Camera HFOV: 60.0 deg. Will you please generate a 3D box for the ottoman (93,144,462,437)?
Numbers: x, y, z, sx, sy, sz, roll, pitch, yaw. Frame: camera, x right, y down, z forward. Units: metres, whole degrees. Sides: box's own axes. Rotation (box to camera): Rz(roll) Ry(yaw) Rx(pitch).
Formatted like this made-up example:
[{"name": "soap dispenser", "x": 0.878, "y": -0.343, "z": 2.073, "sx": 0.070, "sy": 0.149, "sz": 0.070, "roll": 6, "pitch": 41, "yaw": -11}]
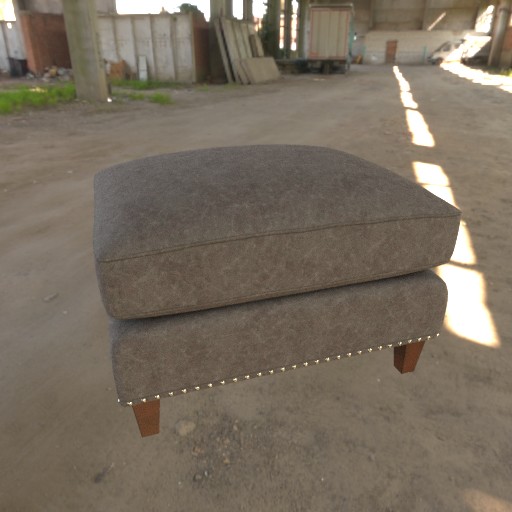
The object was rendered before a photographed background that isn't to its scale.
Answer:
[{"name": "ottoman", "x": 0.000, "y": 0.000, "z": 1.132, "sx": 0.741, "sy": 0.513, "sz": 0.584, "roll": -8, "pitch": 27, "yaw": -16}]
